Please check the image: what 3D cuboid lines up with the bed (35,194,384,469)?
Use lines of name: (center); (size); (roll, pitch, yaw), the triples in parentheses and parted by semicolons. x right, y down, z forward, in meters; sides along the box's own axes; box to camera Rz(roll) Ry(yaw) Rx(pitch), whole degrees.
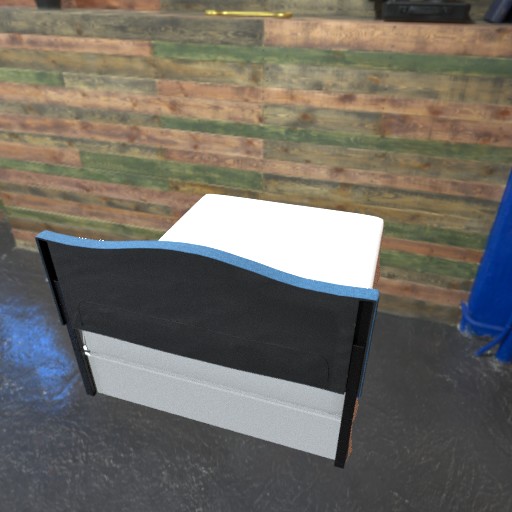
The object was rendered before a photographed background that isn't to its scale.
bed: (0.000, 0.000, 2.887); (1.610, 1.169, 1.872); (10, 33, 15)
